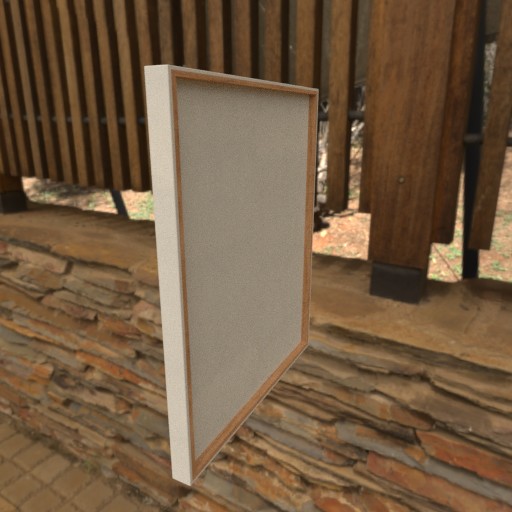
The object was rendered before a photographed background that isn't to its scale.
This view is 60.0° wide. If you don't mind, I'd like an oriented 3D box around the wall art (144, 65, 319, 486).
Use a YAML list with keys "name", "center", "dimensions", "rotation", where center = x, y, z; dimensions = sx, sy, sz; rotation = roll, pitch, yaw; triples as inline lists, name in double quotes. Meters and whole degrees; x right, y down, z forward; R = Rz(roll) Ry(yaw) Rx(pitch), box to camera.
- name: "wall art"
  center: [0.000, 0.000, 0.822]
  dimensions: [0.037, 0.606, 0.508]
  rotation: [9, 19, 26]
